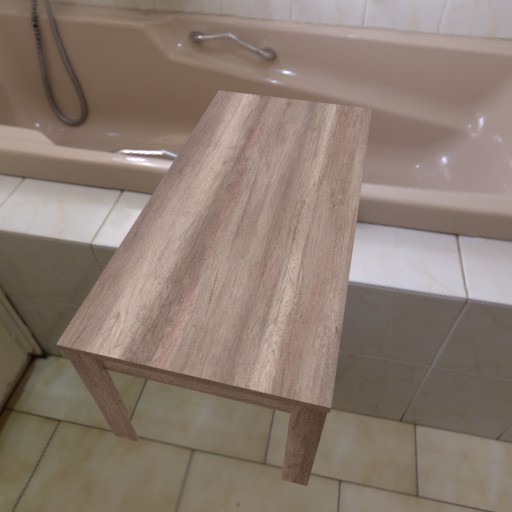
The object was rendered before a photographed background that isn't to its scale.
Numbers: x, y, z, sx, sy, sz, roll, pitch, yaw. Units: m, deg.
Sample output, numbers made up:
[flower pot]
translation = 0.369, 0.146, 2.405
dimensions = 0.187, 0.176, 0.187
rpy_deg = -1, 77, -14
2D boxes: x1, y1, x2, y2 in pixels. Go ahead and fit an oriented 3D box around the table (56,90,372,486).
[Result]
[table]
translation = 0.000, 0.000, 2.259
dimensions = 0.900, 0.790, 1.800
rpy_deg = 10, 48, 9
